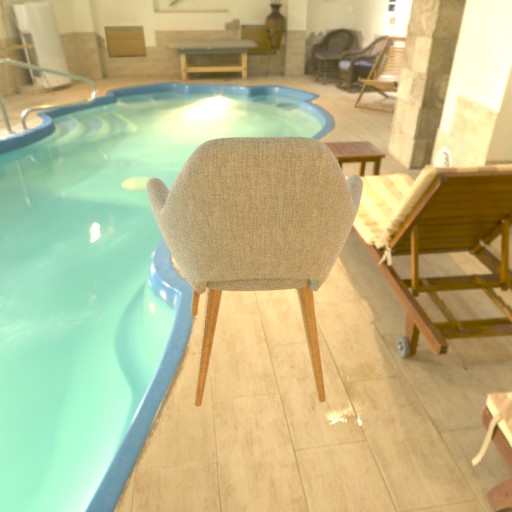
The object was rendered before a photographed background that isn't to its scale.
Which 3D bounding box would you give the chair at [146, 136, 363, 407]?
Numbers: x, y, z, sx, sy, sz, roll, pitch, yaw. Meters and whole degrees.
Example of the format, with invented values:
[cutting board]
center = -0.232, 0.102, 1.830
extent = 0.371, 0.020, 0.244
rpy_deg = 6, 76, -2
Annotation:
[chair]
center = 0.000, 0.000, 1.282
extent = 0.590, 0.840, 0.610
rpy_deg = -1, 30, -2
